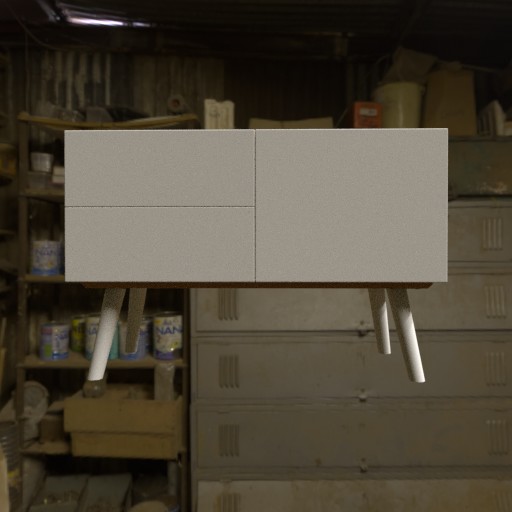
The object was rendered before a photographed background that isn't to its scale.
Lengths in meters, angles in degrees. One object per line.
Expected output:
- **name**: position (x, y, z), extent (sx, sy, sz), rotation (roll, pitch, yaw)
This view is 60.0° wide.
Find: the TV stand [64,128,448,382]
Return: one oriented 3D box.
- **TV stand**: position (0.000, 0.000, 1.350), extent (0.991, 0.660, 0.407), rotation (0, 1, 1)
